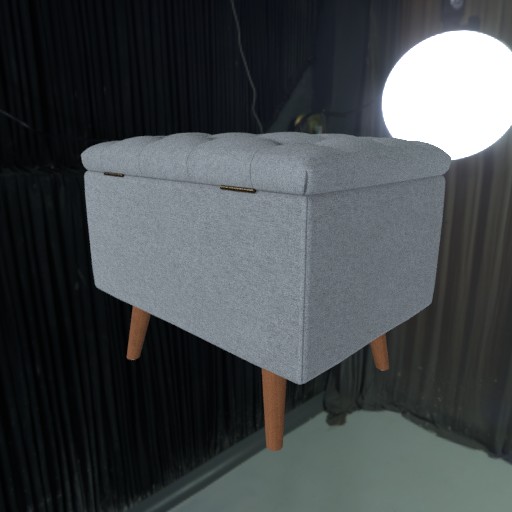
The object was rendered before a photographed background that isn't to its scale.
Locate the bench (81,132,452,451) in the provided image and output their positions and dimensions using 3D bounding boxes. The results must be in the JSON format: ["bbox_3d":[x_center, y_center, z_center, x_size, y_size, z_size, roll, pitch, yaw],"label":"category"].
[{"bbox_3d":[0.000,0.000,0.874,0.572,0.469,0.417,14,21,42],"label":"bench"}]
